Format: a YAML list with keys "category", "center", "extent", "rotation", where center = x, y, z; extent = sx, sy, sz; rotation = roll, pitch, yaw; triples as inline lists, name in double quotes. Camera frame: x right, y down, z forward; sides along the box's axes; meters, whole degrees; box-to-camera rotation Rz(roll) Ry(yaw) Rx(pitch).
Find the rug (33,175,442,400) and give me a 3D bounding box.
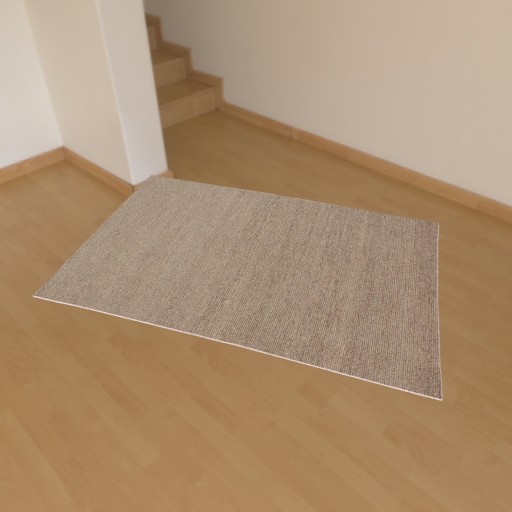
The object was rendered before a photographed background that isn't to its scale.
- category: "rug"
  center: [0.000, 0.000, 2.246]
  extent: [1.792, 0.021, 1.154]
  rotation: [11, 41, 13]
